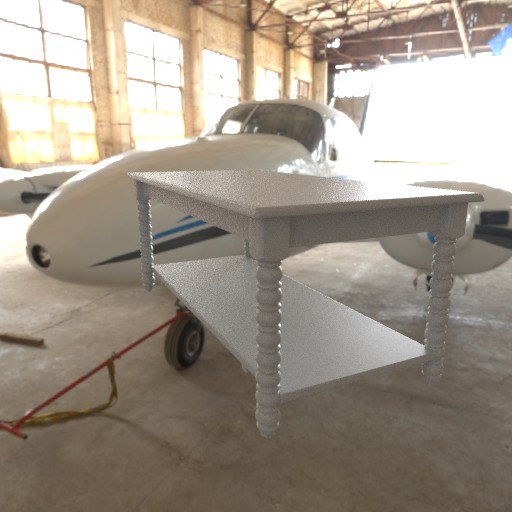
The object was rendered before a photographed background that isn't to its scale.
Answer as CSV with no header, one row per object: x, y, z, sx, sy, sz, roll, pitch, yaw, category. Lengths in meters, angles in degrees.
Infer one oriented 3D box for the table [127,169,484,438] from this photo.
0.000,0.000,1.438,0.580,0.487,1.171,-7,15,-25,table
